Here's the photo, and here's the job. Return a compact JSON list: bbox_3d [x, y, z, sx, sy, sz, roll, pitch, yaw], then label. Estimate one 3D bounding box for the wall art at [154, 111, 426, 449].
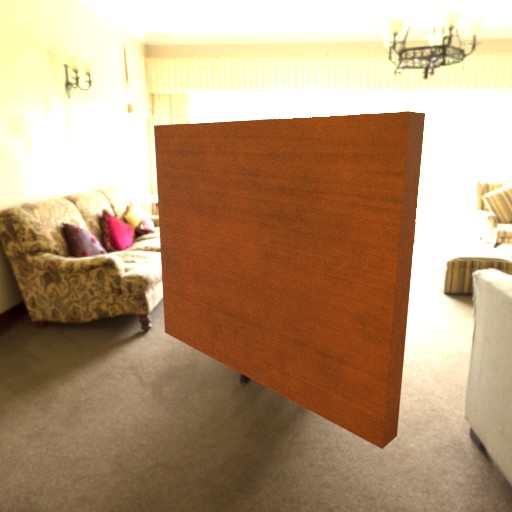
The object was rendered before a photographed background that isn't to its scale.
[{"bbox_3d":[0.000,0.000,0.561,0.030,0.328,0.401,-13,19,-42],"label":"wall art"}]
